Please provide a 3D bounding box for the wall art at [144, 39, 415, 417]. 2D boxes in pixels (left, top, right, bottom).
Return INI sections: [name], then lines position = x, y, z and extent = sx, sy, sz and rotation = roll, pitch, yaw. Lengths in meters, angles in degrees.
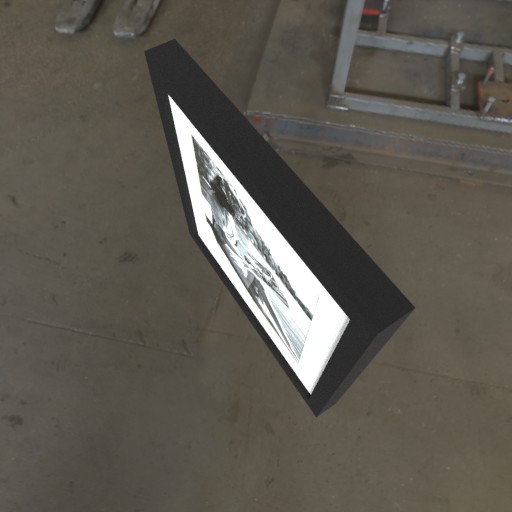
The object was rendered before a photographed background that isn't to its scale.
[wall art]
position = 0.000, 0.000, 0.462
extent = 0.030, 0.305, 0.308
rotation = -30, 65, -15
